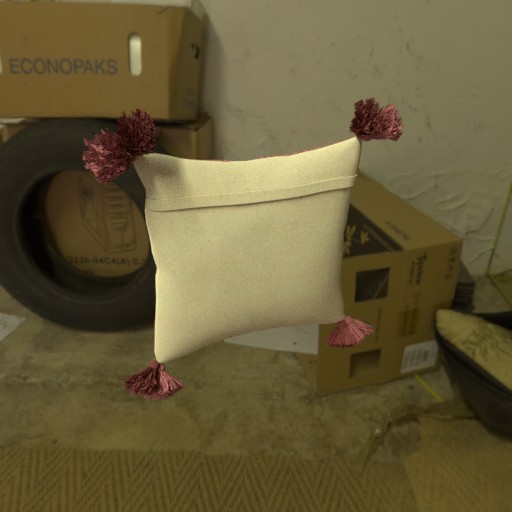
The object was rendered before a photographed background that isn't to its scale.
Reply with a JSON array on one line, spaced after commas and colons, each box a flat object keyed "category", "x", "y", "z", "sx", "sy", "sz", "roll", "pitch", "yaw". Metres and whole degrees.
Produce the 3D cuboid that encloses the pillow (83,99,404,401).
[{"category": "pillow", "x": 0.000, "y": 0.000, "z": 0.972, "sx": 0.641, "sy": 0.659, "sz": 0.138, "roll": -9, "pitch": 30, "yaw": -16}]
